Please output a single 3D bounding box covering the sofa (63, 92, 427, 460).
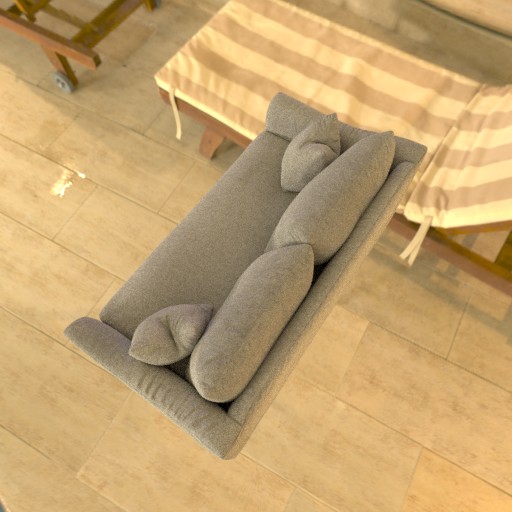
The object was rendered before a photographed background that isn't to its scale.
[{"bbox_3d":[0.000,0.000,2.645,1.072,1.018,2.010,32,69,14],"label":"sofa"}]
